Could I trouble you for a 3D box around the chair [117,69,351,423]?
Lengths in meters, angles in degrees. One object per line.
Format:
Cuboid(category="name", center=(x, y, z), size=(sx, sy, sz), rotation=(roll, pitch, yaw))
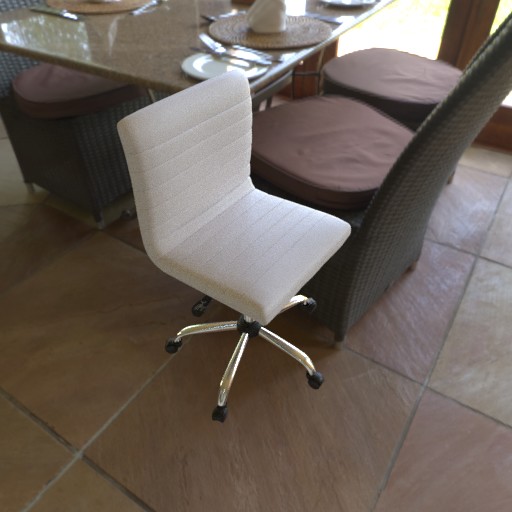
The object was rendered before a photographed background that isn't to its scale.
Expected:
Cuboid(category="chair", center=(0.000, 0.000, 1.097), size=(0.455, 0.750, 0.520), rotation=(26, 47, 27))
